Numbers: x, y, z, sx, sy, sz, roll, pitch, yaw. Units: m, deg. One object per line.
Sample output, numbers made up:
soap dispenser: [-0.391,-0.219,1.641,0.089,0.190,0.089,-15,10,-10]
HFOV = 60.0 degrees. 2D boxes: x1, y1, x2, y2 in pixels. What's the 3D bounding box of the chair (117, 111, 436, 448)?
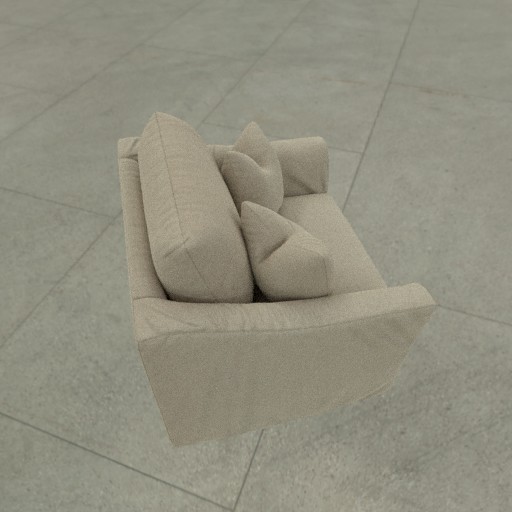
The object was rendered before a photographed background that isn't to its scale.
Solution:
chair: [0.000,0.000,2.034,1.071,1.093,1.194,-11,47,-10]
